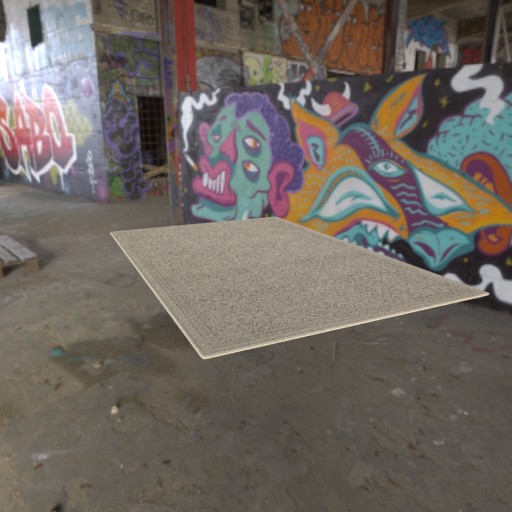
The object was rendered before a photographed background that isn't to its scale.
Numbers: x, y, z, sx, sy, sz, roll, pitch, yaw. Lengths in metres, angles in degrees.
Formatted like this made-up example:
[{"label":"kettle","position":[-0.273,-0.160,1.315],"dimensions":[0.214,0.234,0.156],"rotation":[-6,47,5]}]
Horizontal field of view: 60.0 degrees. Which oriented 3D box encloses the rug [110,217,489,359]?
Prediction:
[{"label":"rug","position":[0.000,0.000,2.327],"dimensions":[1.219,0.010,1.829],"rotation":[-7,17,-25]}]
